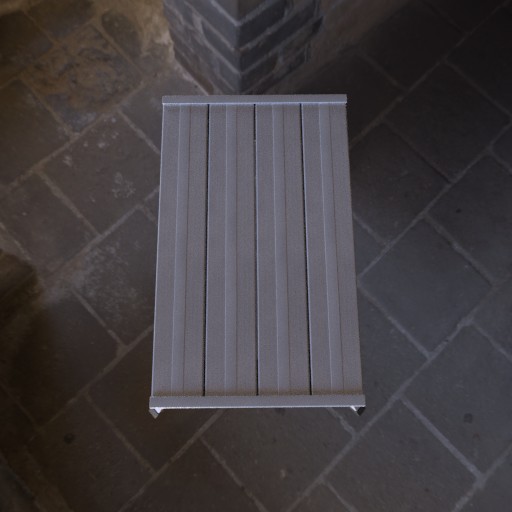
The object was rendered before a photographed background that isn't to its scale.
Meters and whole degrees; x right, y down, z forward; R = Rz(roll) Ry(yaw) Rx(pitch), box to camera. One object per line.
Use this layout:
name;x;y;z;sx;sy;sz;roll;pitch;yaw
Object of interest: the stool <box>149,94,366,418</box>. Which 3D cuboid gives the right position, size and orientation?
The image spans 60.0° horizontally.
stool;0.000;0.000;0.735;0.385;0.225;0.535;-1;77;0
